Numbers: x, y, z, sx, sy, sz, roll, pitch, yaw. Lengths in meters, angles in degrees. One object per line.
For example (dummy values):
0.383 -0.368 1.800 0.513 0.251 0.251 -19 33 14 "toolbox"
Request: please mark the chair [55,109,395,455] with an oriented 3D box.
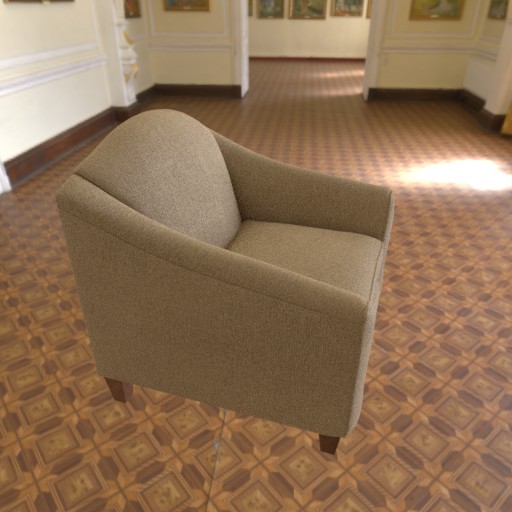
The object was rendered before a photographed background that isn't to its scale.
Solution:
0.000 0.000 1.406 0.787 0.839 0.763 10 31 16 "chair"
